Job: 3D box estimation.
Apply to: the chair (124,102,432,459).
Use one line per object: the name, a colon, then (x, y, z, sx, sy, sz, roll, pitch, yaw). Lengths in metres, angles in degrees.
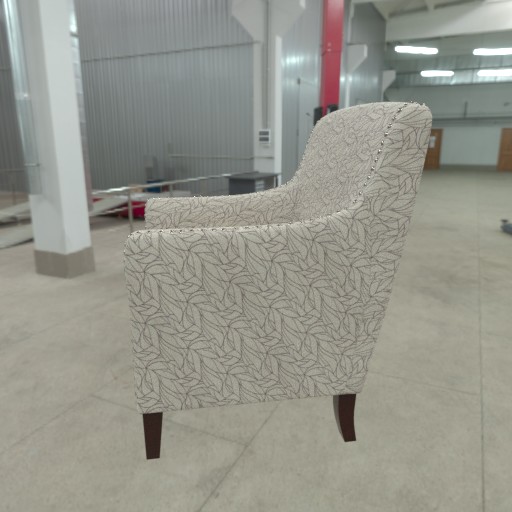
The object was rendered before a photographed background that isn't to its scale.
chair: (0.000, 0.000, 1.256, 0.651, 0.816, 0.623, -2, 15, -9)
